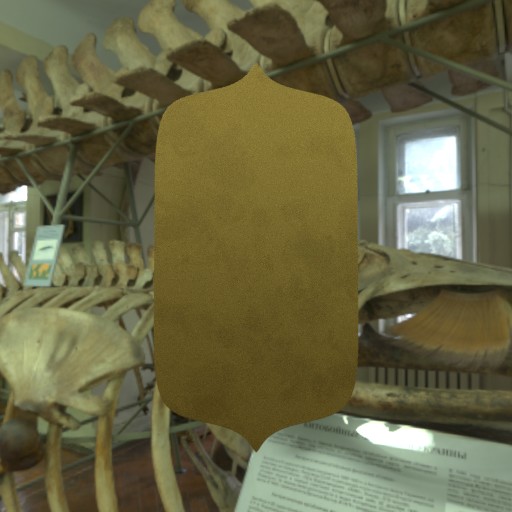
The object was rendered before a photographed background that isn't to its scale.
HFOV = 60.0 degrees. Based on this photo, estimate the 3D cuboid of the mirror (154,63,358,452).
[{"bbox_3d":[0.000,0.000,0.744,0.323,0.613,0.096,0,-2,-1],"label":"mirror"}]
